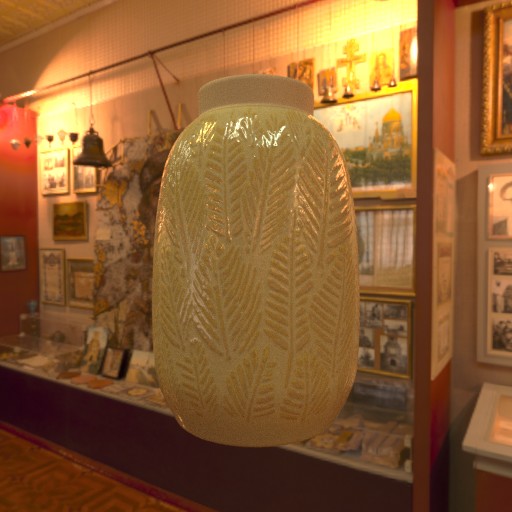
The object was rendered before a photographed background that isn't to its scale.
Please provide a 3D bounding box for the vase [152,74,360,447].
[{"bbox_3d":[0.000,0.000,0.376,0.172,0.270,0.172,0,2,0],"label":"vase"}]
